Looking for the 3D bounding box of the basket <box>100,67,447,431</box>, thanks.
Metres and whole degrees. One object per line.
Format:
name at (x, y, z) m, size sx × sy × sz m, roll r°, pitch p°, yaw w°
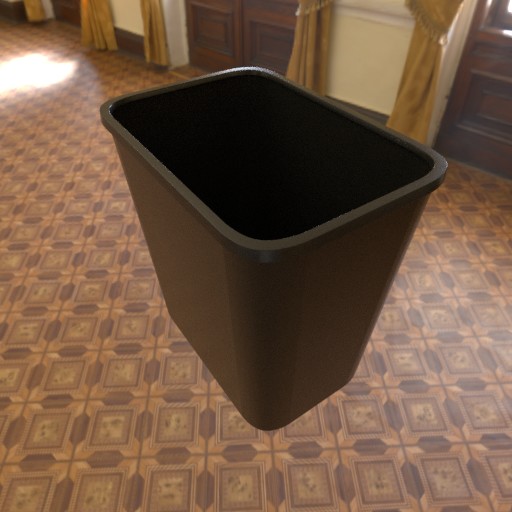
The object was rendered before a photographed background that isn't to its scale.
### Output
basket at (0.000, 0.000, 0.507) m, size 0.211 × 0.307 × 0.300 m, roll -25°, pitch 47°, yaw -25°
